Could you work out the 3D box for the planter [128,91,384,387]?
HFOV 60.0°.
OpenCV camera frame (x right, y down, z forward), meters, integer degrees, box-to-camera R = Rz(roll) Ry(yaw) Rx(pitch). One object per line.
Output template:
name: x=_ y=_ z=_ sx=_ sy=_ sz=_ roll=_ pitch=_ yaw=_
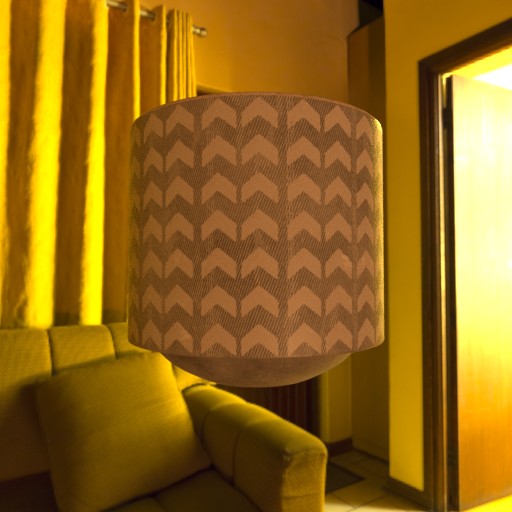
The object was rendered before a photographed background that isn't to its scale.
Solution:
planter: x=0.000 y=0.000 z=0.452 sx=0.250 sy=0.239 sz=0.250 roll=0 pitch=-2 yaw=0
